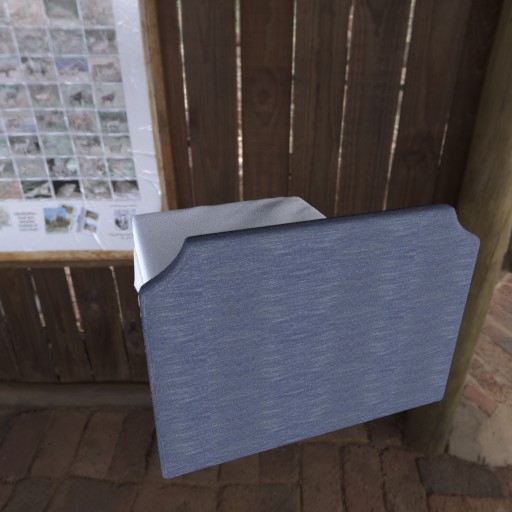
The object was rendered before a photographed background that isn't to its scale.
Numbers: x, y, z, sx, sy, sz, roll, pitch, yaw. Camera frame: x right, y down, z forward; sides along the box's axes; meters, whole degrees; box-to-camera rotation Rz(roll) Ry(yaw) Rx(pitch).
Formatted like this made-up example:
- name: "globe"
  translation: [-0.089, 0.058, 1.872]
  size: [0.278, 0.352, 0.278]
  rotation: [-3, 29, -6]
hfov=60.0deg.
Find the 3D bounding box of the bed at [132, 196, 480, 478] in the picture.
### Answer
- name: "bed"
  translation: [0.000, 0.000, 3.060]
  size: [1.693, 1.290, 2.116]
  rotation: [-9, 28, -17]
